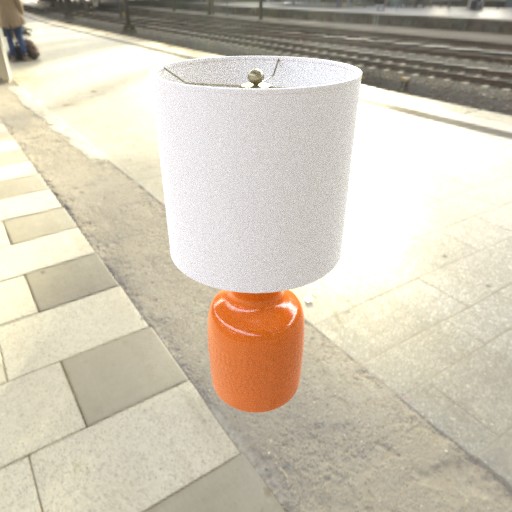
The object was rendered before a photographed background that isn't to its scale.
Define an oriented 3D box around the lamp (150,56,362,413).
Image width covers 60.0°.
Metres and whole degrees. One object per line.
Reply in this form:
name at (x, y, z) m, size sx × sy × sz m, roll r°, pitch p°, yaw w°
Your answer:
lamp at (0.000, 0.000, 1.110) m, size 0.418 × 0.871 × 0.418 m, roll -20°, pitch 37°, yaw -30°
